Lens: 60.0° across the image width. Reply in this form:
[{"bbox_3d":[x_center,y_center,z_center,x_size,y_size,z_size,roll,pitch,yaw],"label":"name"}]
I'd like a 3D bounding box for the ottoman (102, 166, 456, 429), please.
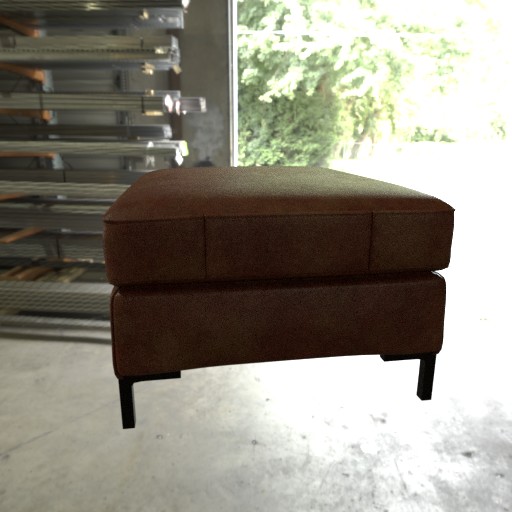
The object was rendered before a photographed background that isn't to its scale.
[{"bbox_3d":[0.000,0.000,1.767,0.965,0.667,1.186,-2,15,-8],"label":"ottoman"}]
